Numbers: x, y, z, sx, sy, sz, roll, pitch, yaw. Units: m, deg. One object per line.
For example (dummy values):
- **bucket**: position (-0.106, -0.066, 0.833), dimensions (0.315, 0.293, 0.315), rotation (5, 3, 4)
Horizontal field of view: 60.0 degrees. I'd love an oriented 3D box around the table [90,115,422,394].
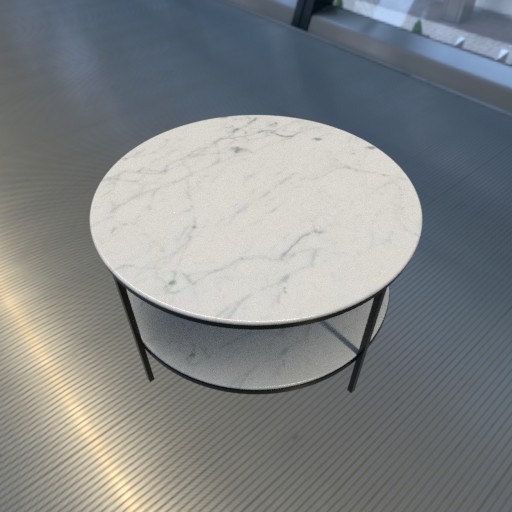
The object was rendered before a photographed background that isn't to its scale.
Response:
- **table**: position (0.000, 0.000, 1.259), dimensions (0.800, 0.450, 0.800), rotation (0, 45, 0)
